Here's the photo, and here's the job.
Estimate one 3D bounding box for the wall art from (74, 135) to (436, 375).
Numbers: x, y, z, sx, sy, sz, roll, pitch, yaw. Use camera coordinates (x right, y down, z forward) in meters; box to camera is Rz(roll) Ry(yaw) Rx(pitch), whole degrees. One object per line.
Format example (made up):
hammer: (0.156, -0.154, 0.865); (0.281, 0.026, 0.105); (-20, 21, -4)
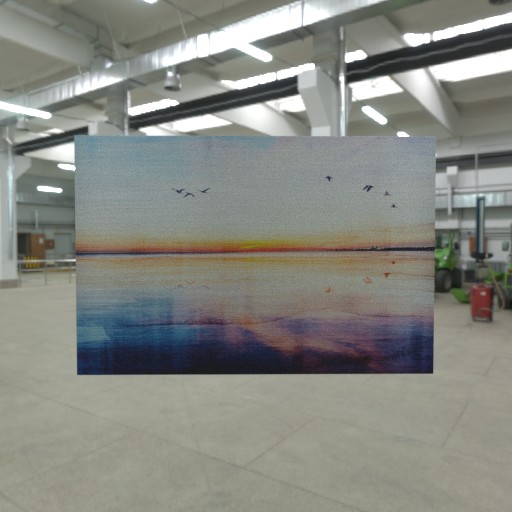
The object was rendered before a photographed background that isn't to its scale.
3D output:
wall art: (0.000, 0.000, 0.754); (0.604, 0.402, 0.018); (0, 2, -1)
